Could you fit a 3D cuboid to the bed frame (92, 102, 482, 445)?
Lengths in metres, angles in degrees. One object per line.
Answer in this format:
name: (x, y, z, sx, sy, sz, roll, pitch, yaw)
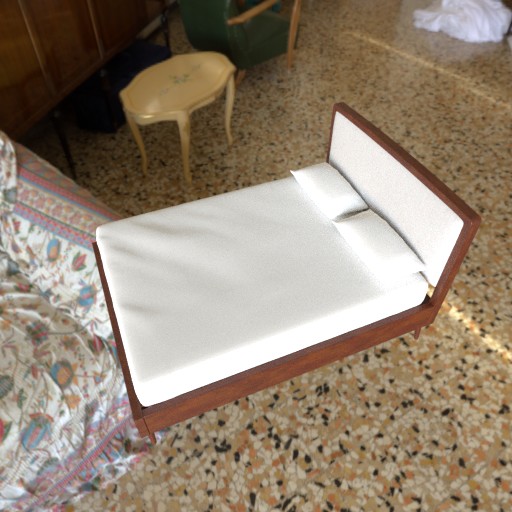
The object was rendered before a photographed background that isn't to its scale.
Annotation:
bed frame: (0.000, 0.000, 3.203, 2.171, 1.279, 1.587, -17, 48, -16)
